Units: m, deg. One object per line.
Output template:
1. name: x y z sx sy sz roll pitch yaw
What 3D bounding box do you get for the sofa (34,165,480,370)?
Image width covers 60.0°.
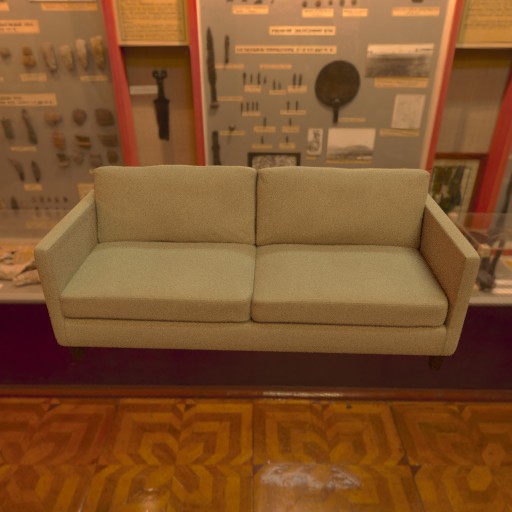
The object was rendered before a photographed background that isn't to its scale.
1. sofa: 0.000 0.000 2.627 2.181 0.932 0.948 1 29 2
